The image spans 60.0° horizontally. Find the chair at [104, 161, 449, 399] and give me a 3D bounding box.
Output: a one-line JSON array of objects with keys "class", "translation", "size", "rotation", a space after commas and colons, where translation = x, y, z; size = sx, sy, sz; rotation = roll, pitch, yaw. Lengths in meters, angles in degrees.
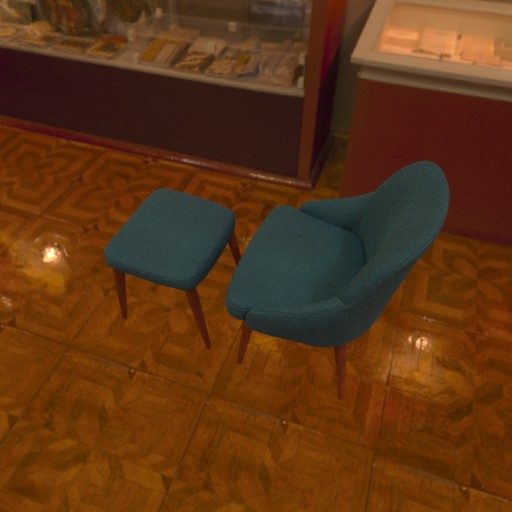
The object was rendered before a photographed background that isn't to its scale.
[{"class": "chair", "translation": [0.000, 0.000, 1.639], "size": [1.114, 0.866, 0.584], "rotation": [16, 50, 14]}]
